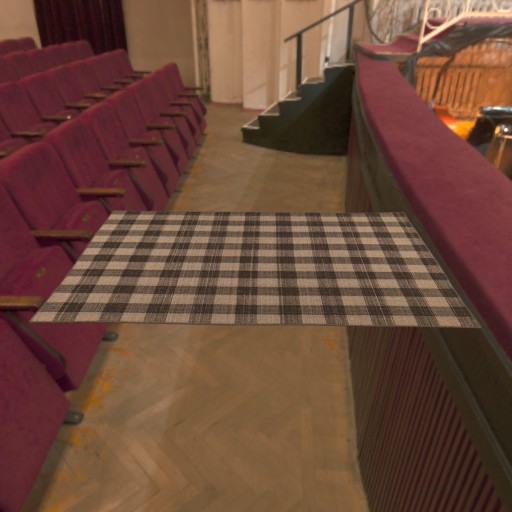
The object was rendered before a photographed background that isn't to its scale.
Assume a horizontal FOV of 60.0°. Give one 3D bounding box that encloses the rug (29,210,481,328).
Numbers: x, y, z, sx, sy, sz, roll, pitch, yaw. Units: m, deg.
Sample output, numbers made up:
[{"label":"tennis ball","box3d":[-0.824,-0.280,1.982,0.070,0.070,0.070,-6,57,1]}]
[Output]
[{"label":"rug","box3d":[0.000,0.000,3.091,2.476,0.011,1.554,1,29,1]}]
